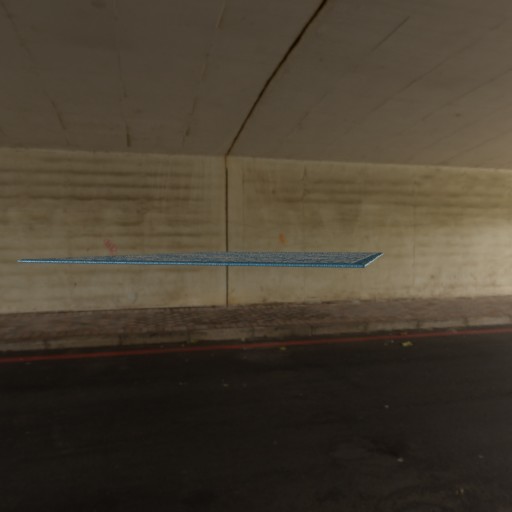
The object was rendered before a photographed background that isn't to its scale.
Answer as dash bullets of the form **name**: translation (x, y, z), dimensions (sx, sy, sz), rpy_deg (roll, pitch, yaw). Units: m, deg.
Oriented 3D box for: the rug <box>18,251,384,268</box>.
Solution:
- **rug**: translation (0.000, 0.000, 2.276), dimensions (1.211, 0.012, 1.833), rpy_deg (0, 2, 18)
